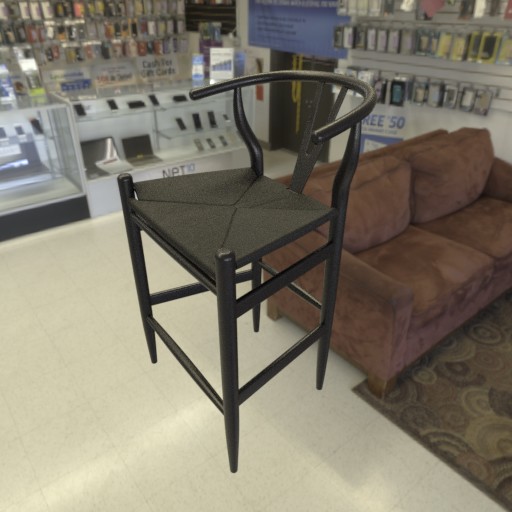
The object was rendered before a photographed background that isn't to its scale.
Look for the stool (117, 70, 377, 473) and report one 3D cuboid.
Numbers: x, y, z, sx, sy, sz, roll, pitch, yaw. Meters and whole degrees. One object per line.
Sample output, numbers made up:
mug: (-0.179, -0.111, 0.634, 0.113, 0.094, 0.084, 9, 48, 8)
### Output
stool: (0.000, 0.000, 1.324, 0.579, 0.970, 0.569, -21, 37, -30)
